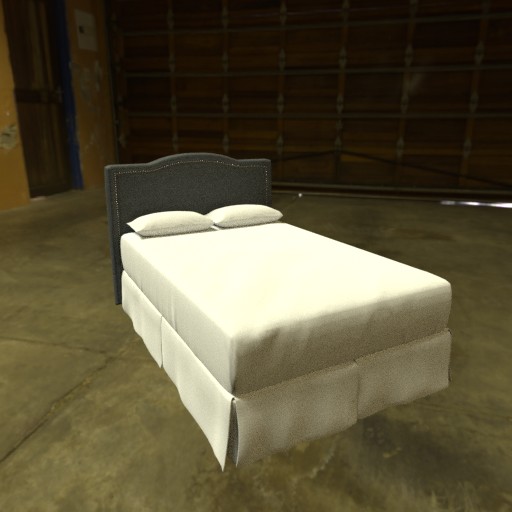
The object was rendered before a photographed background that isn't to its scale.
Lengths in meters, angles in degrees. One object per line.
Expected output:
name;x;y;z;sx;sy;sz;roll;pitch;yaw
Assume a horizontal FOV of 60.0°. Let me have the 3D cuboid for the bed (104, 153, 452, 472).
bed;0.000;0.000;3.447;1.747;1.441;2.507;-9;19;-28
